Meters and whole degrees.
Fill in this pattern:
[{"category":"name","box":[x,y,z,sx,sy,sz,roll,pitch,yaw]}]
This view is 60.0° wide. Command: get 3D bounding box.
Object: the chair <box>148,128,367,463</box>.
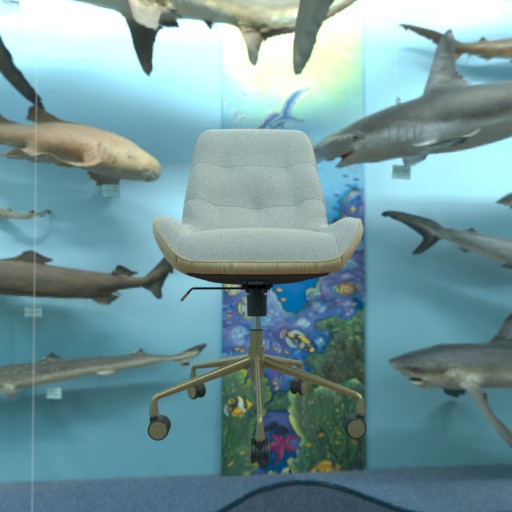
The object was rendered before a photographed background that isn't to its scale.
[{"category":"chair","box":[0.000,0.000,1.324,0.564,0.952,0.668,0,-1,-1]}]
